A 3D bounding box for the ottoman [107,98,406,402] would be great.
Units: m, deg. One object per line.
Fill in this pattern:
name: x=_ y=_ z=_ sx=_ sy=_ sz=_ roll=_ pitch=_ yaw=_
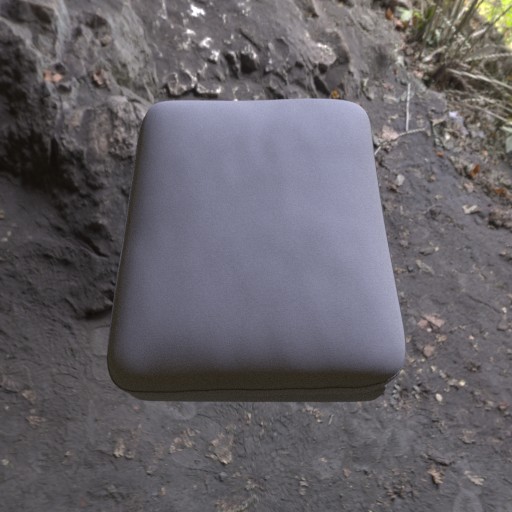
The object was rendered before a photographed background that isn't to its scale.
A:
ottoman: x=0.000 y=0.000 z=1.148 sx=0.593 sy=0.478 sz=0.747 roll=-1 pitch=63 yaw=0
